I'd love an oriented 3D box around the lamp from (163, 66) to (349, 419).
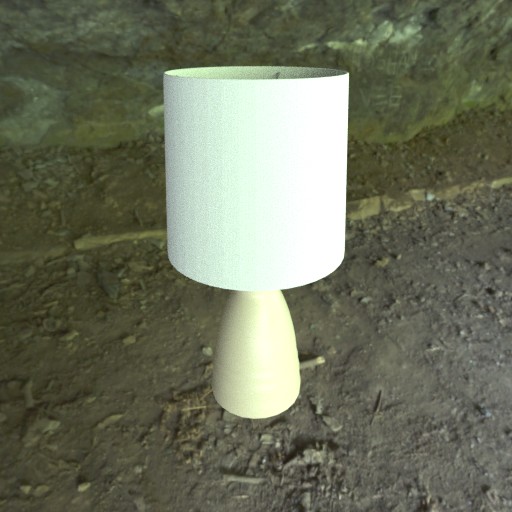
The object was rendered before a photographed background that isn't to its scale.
[{"bbox_3d":[0.000,0.000,0.480,0.186,0.369,0.186,0,26,0],"label":"lamp"}]
